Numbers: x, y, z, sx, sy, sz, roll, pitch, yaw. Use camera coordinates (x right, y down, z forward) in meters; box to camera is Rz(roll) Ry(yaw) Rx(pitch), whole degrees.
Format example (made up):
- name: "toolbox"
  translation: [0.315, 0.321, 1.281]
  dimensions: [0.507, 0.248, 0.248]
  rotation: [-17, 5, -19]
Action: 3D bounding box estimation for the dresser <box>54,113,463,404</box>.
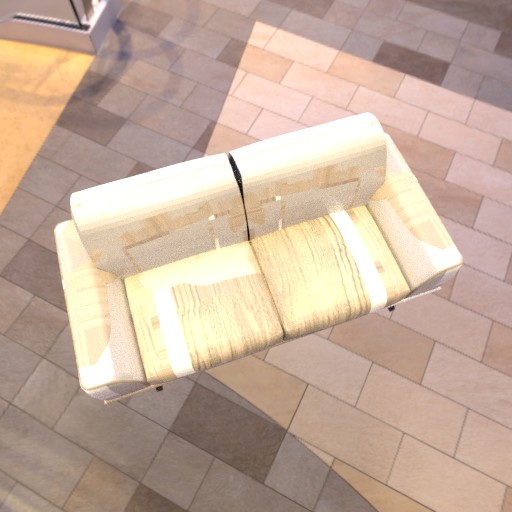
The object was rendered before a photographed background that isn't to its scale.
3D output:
- name: "dresser"
  translation: [0.000, 0.000, 5.709]
  dimensions: [4.679, 1.863, 2.251]
  rotation: [-17, 66, -8]
